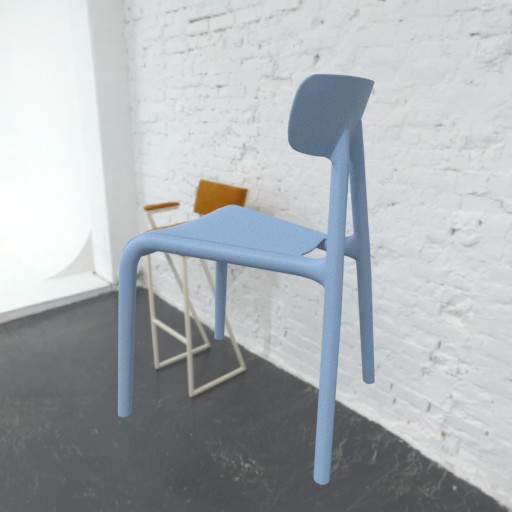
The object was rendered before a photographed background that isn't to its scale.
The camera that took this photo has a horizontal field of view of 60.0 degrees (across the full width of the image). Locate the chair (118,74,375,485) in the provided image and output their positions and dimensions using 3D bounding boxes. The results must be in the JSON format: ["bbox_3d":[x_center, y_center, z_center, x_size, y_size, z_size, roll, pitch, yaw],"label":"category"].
[{"bbox_3d":[0.000,0.000,0.796,0.401,0.580,0.356,9,19,26],"label":"chair"}]
